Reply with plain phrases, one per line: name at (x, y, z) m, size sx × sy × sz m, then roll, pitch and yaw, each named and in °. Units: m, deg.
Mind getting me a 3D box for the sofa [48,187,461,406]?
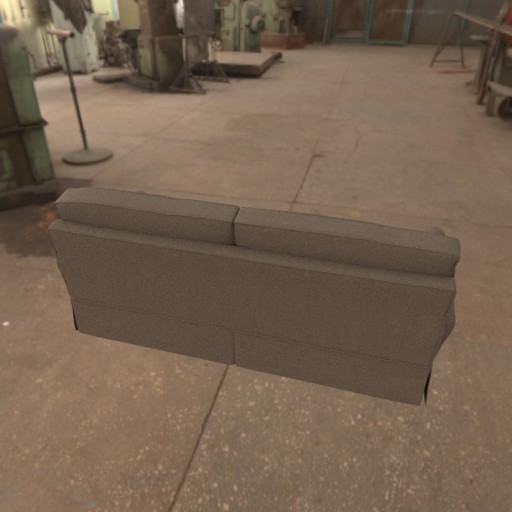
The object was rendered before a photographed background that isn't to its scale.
sofa at (0.000, 0.000, 2.738) m, size 2.248 × 0.943 × 0.991 m, roll 9°, pitch 32°, yaw 14°
